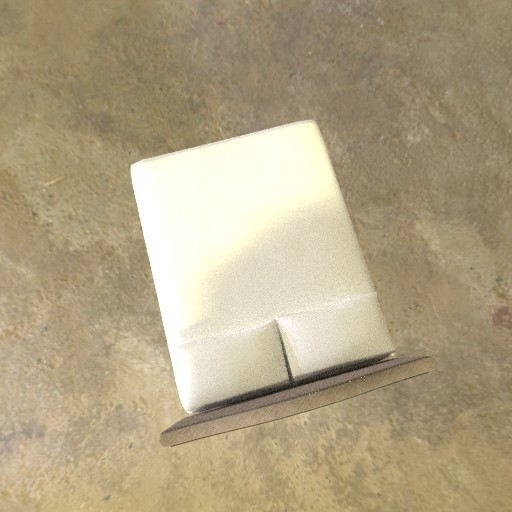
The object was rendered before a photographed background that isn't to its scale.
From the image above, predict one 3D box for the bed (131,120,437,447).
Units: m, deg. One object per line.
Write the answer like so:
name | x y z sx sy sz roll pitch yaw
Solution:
bed | 0.000 0.000 3.301 1.713 1.518 2.153 -15 76 -4
